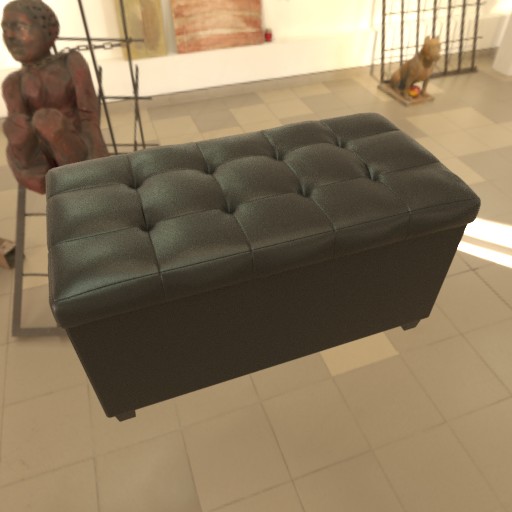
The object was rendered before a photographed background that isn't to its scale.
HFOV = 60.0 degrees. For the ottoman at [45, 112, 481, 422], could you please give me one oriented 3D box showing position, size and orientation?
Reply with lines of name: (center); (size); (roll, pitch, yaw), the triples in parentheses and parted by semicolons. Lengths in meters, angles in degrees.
ottoman: (0.000, 0.000, 1.067); (0.838, 0.470, 0.432); (-14, 45, -14)
